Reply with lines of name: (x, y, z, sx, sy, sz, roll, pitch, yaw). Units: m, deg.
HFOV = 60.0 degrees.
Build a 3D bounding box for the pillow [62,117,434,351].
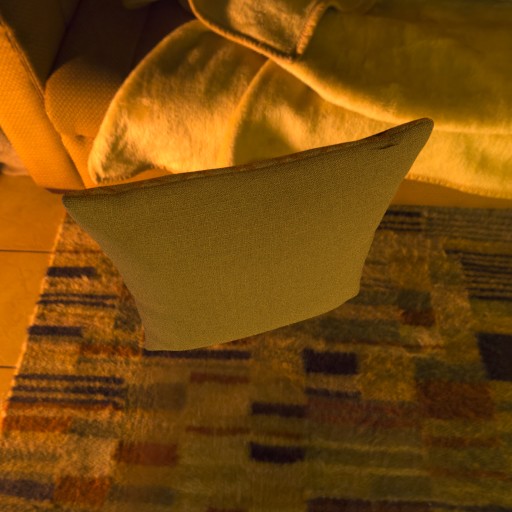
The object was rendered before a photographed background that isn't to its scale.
pillow: (0.000, 0.000, 0.670, 0.429, 0.436, 0.159, -15, 59, -9)
